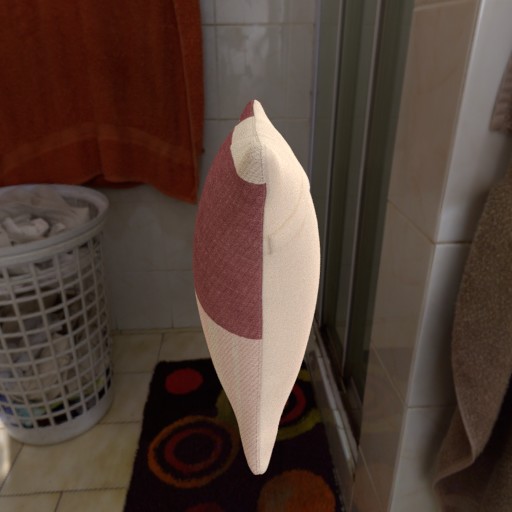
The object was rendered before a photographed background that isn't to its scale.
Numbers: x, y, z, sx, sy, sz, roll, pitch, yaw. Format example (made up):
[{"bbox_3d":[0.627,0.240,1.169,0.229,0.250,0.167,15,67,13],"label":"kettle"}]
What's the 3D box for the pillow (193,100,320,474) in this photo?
[{"bbox_3d":[0.000,0.000,0.817,0.229,0.506,0.536,-1,26,-1],"label":"pillow"}]
